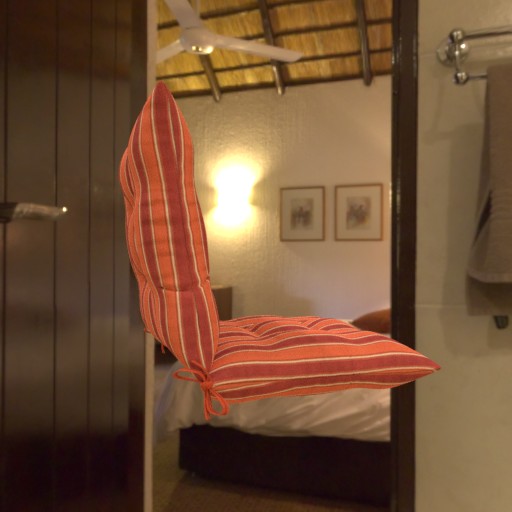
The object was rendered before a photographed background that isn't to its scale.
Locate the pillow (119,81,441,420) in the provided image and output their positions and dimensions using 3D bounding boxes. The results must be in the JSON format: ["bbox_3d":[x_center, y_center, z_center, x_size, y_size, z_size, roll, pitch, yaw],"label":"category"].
[{"bbox_3d":[0.000,0.000,0.986,0.585,0.536,0.541,0,0,-20],"label":"pillow"}]
